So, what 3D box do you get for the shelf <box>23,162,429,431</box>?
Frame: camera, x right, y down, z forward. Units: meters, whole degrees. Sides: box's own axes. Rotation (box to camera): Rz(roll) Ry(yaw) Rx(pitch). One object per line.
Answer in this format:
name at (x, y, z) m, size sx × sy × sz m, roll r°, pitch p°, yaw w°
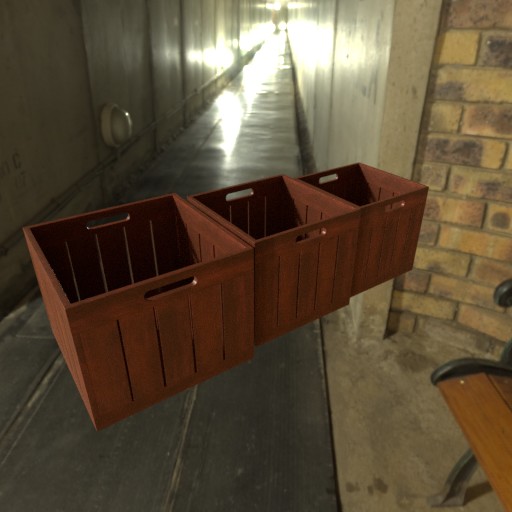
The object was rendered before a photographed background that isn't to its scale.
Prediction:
shelf at (0.000, 0.000, 1.241) m, size 1.064 × 0.311 × 0.393 m, roll -19°, pitch 34°, yaw -29°
